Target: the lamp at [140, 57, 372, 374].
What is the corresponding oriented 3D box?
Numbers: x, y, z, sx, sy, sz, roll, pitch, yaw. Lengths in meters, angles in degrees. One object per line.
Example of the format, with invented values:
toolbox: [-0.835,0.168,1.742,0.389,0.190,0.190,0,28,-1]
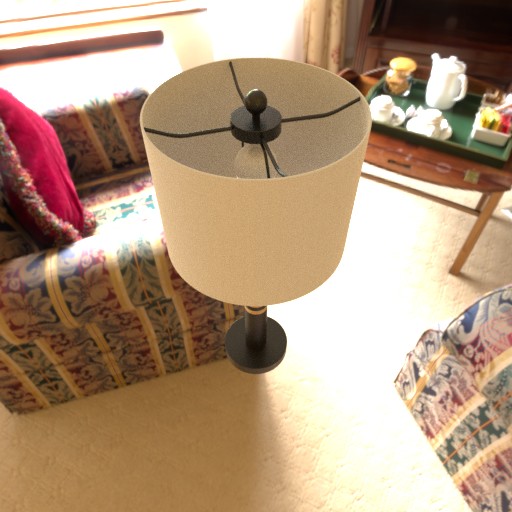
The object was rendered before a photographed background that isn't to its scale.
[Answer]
lamp: [0.000,0.000,0.810,0.305,0.640,0.305,26,53,21]
